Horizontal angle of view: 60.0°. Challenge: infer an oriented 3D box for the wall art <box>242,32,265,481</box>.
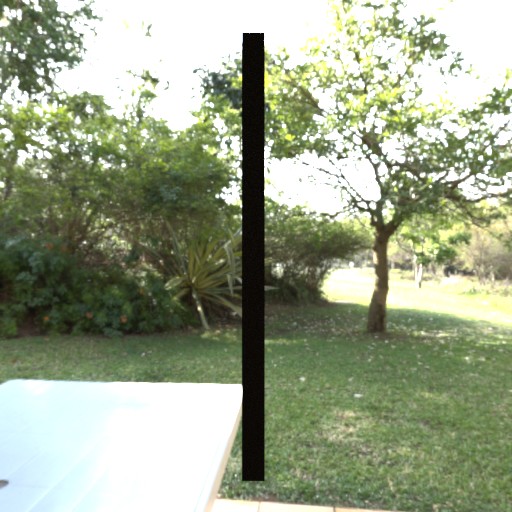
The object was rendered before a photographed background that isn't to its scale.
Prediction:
[{"bbox_3d":[0.000,0.000,0.541,0.019,0.381,0.330,0,1,1],"label":"wall art"}]
